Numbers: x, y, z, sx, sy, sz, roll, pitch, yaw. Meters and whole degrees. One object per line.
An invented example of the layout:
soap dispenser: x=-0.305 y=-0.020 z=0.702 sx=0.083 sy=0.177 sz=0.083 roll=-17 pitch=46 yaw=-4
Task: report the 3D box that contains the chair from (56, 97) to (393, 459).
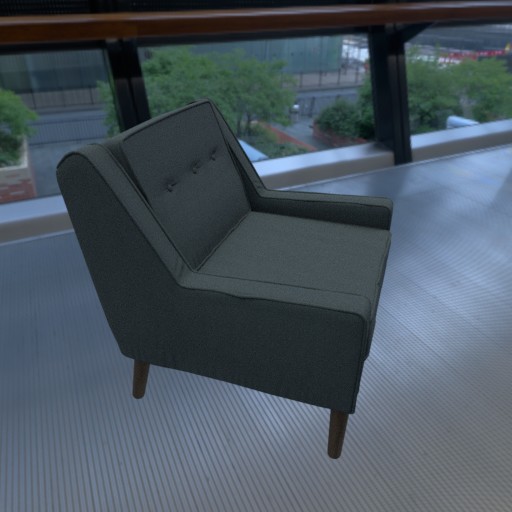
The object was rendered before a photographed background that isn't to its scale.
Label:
chair: x=0.000 y=0.000 z=1.302 sx=0.733 sy=0.780 sz=0.663 roll=10 pitch=32 yaw=17
